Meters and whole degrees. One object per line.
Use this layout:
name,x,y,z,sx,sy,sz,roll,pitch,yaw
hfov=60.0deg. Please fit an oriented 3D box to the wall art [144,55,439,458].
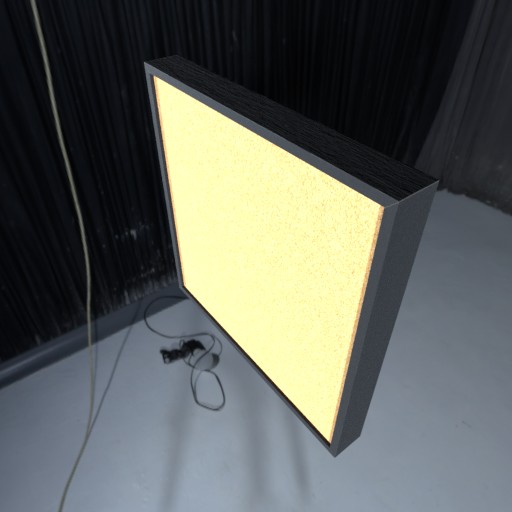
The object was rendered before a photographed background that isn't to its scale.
wall art,0.000,0.000,0.443,0.037,0.305,0.305,-27,47,-28
